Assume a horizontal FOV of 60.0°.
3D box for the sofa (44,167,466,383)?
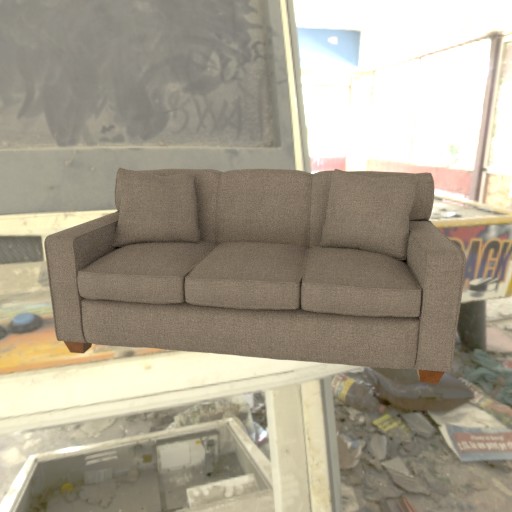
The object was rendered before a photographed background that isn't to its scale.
[{"bbox_3d":[0.000,0.000,2.533,2.024,0.958,0.997,3,15,9],"label":"sofa"}]
